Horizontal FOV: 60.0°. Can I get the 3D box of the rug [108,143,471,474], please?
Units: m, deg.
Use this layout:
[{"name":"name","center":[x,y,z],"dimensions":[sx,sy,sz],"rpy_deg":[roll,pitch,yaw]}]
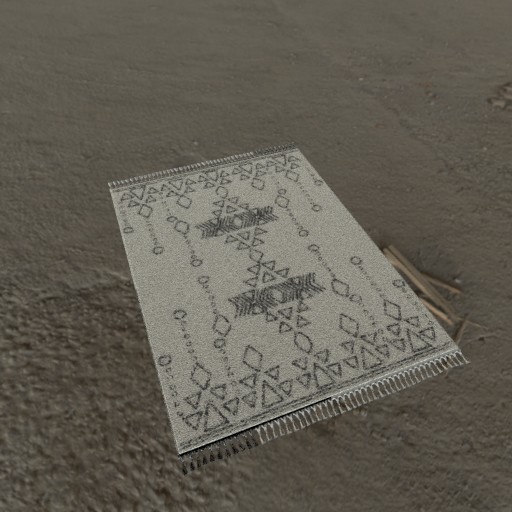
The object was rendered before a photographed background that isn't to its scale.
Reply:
[{"name":"rug","center":[0.000,0.000,2.942],"dimensions":[1.600,0.013,2.312],"rpy_deg":[-16,49,-14]}]
